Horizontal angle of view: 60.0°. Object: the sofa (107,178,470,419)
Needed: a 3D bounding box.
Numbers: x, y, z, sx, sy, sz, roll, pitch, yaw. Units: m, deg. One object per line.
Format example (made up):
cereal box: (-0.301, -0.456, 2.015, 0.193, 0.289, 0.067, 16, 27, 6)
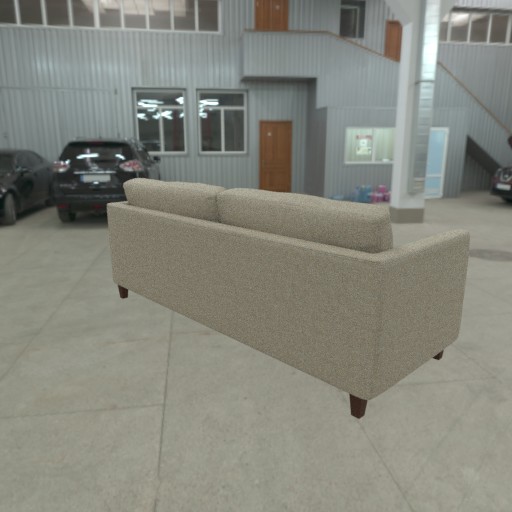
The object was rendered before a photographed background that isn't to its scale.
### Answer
sofa: (0.000, 0.000, 2.977, 0.951, 0.965, 2.434, -13, 19, -42)
